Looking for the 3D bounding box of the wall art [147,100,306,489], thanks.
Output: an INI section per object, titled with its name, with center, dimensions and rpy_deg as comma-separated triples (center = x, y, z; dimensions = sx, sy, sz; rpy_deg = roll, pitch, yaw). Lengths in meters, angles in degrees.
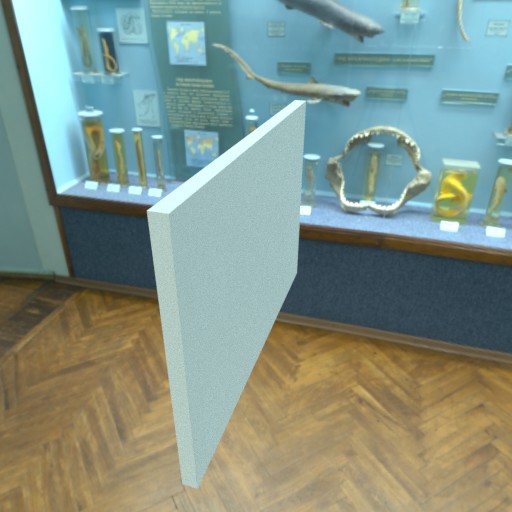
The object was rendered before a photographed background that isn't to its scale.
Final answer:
[wall art]
center = 0.000, 0.000, 1.664
dimensions = 0.051, 0.902, 1.308
rpy_deg = 9, 30, 15
